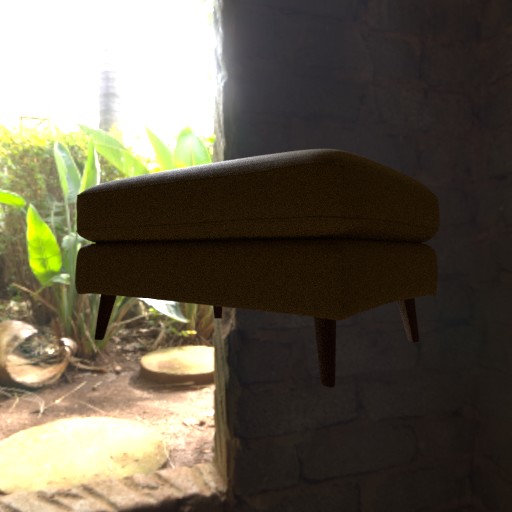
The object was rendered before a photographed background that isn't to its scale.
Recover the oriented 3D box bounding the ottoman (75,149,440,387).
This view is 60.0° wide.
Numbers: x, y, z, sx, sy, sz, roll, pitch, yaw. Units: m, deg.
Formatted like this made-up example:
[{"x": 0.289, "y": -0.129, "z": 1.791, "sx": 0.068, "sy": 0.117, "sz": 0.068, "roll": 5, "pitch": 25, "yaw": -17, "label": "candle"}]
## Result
[{"x": 0.000, "y": 0.000, "z": 1.176, "sx": 0.811, "sy": 0.449, "sz": 0.608, "roll": 0, "pitch": 1, "yaw": 37, "label": "ottoman"}]
